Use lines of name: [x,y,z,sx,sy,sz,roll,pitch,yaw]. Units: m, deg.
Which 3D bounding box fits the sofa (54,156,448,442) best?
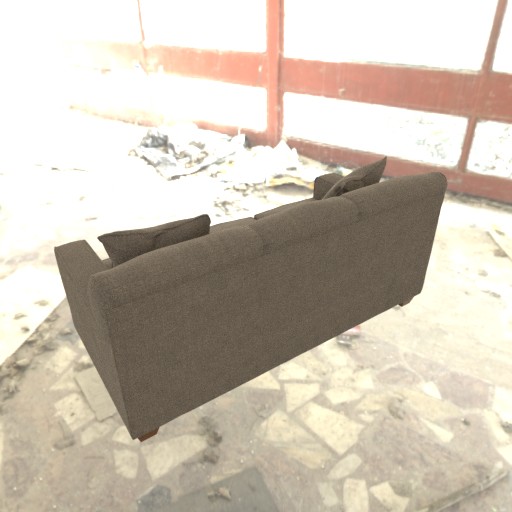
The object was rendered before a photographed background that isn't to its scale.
sofa: [0.000,0.000,2.592,2.024,0.958,0.997,-19,36,-29]
